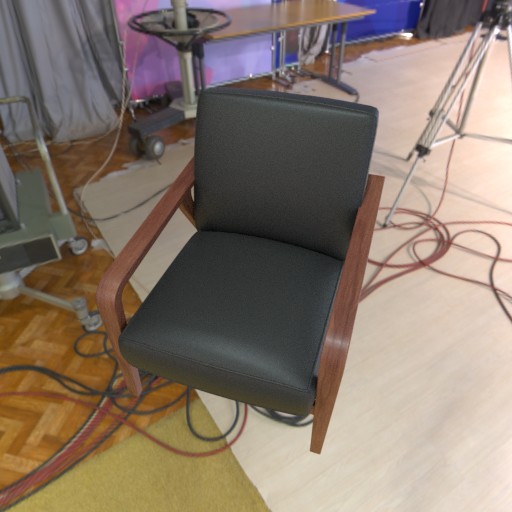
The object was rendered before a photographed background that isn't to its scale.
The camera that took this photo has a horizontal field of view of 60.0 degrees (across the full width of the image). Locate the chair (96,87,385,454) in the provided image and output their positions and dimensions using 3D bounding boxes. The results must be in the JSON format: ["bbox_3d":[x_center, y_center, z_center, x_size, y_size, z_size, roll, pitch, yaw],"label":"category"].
[{"bbox_3d":[0.000,0.000,1.494,0.719,0.861,0.889,12,43,14],"label":"chair"}]
